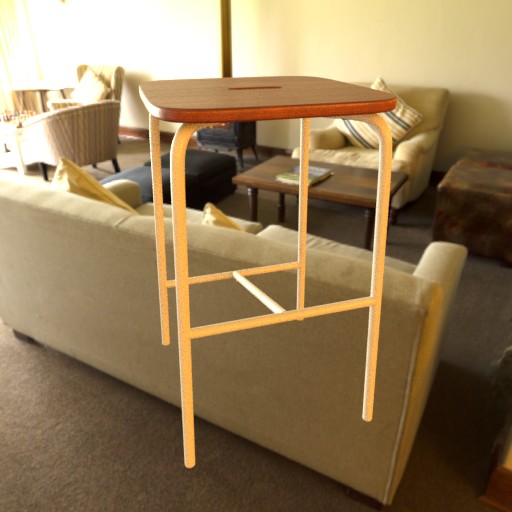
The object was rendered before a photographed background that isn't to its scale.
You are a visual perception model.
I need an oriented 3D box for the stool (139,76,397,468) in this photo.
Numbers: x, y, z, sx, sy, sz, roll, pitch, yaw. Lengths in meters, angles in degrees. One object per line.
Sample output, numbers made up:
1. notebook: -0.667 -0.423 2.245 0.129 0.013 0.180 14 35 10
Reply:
1. stool: 0.000 0.000 0.855 0.376 0.610 0.376 -8 28 -15
